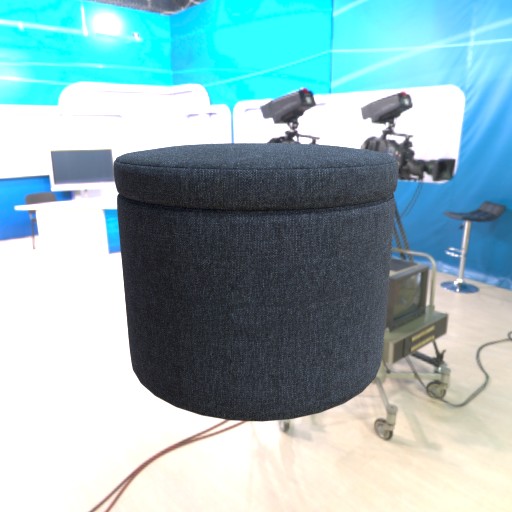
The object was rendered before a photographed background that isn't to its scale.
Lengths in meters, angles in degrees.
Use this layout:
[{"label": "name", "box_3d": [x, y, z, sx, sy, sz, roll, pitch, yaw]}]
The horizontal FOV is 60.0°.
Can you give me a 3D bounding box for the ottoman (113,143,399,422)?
[{"label": "ottoman", "box_3d": [0.000, 0.000, 0.860, 0.500, 0.419, 0.500, 0, 16, 0]}]
